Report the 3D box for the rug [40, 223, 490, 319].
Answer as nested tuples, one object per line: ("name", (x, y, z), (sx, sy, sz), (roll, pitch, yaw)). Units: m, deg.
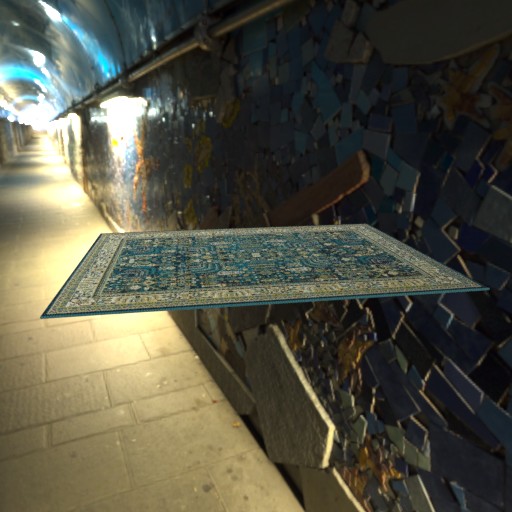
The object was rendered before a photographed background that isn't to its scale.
("rug", (0.000, 0.000, 2.899), (2.213, 0.013, 1.594), (-3, 17, -9))
